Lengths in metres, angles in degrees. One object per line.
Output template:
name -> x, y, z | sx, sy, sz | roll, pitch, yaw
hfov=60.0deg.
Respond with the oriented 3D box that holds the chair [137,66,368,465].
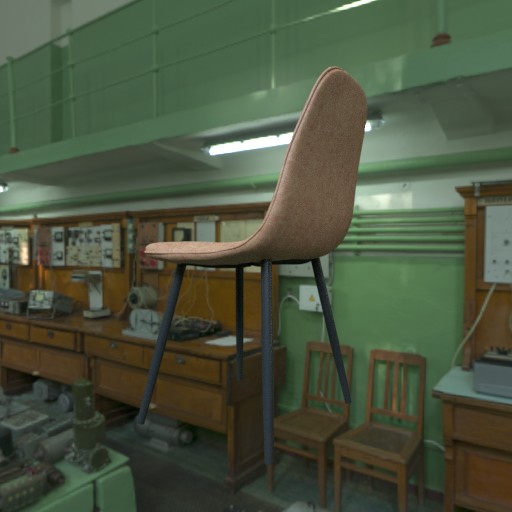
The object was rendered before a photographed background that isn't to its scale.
chair -> 0.000, 0.000, 1.237 | 0.561, 0.889, 0.472 | 1, 1, 33
